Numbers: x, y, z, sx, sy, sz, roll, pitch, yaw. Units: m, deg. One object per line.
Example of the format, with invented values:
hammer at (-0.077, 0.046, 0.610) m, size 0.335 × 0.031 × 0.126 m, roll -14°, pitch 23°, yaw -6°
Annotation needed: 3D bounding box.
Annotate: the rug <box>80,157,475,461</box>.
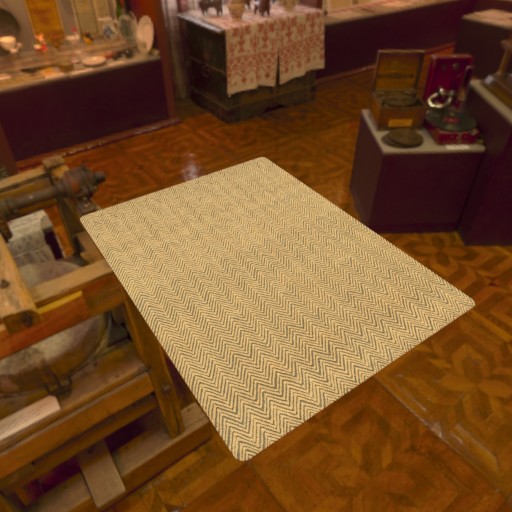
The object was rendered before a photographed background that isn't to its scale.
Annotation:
rug at (0.000, 0.000, 4.291) m, size 2.439 × 0.014 × 3.207 m, roll -24°, pitch 46°, yaw -25°
